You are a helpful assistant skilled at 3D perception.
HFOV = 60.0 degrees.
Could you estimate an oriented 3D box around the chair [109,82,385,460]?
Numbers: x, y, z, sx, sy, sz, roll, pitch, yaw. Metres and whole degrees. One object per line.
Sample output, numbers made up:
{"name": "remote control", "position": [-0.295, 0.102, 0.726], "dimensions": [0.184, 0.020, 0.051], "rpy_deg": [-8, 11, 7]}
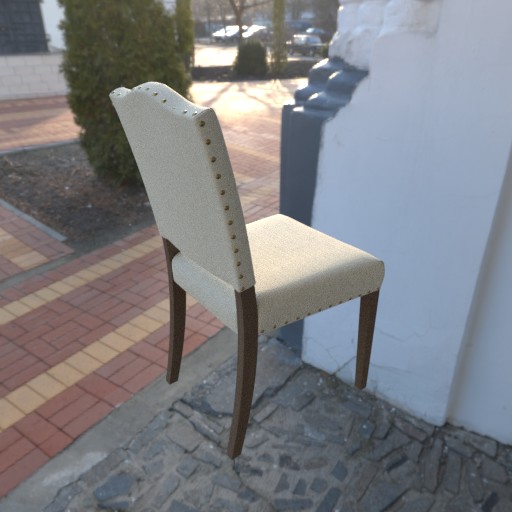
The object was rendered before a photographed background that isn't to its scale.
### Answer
{"name": "chair", "position": [0.000, 0.000, 1.340], "dimensions": [0.619, 1.015, 0.508], "rpy_deg": [-19, 33, -33]}
